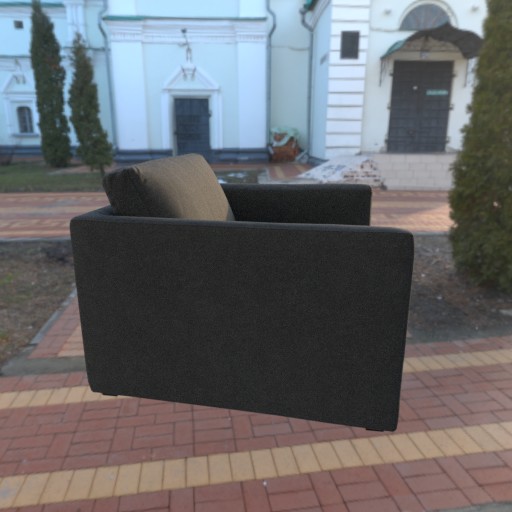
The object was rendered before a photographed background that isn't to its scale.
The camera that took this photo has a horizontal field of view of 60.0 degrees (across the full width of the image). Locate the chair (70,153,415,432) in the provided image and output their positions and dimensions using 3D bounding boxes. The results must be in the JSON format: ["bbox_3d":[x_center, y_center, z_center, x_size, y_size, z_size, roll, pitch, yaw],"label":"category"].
[{"bbox_3d":[0.000,0.000,1.892,1.091,0.845,1.190,2,16,8],"label":"chair"}]
